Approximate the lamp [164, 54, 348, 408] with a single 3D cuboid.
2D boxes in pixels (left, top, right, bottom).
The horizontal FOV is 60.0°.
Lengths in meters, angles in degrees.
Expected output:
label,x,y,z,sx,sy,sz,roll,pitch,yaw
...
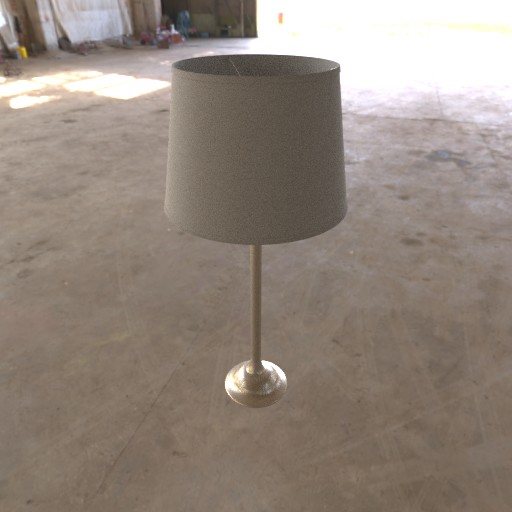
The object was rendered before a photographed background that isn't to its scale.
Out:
label,x,y,z,sx,sy,sz,roll,pitch,yaw
lamp,0.000,0.000,0.870,0.331,0.698,0.331,0,30,0
